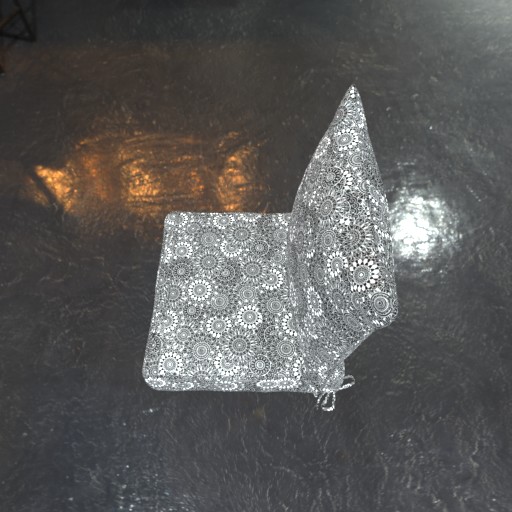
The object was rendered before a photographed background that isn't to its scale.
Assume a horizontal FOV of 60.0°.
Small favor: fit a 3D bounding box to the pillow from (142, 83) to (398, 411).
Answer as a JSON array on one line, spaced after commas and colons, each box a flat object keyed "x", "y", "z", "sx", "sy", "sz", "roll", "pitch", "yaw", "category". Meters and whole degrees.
[{"x": 0.000, "y": 0.000, "z": 1.406, "sx": 0.740, "sy": 0.722, "sz": 0.798, "roll": 1, "pitch": 58, "yaw": 0, "category": "pillow"}]
